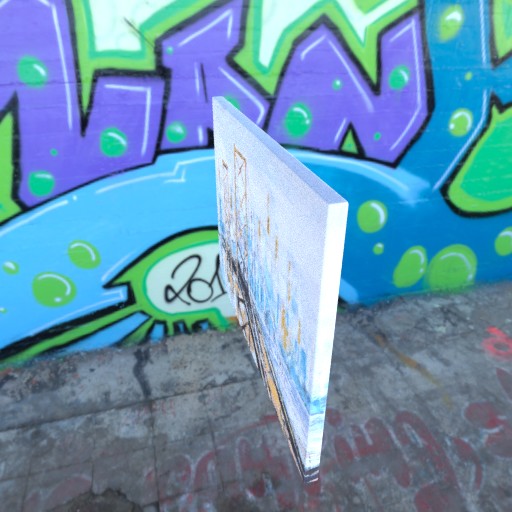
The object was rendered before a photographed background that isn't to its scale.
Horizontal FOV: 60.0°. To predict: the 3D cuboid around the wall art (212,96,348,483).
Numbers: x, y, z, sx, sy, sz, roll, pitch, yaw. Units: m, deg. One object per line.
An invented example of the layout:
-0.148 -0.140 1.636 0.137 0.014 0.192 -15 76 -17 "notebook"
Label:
0.000 0.000 1.356 0.038 0.762 1.016 -8 31 -14 "wall art"
